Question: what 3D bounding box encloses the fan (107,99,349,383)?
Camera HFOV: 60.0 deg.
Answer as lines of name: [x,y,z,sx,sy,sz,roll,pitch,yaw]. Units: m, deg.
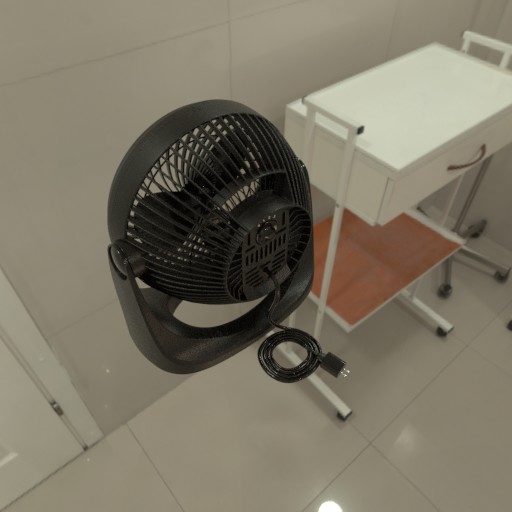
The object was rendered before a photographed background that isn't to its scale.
fan: [0.000,0.000,0.492,0.273,0.277,0.256,-31,54,-27]
